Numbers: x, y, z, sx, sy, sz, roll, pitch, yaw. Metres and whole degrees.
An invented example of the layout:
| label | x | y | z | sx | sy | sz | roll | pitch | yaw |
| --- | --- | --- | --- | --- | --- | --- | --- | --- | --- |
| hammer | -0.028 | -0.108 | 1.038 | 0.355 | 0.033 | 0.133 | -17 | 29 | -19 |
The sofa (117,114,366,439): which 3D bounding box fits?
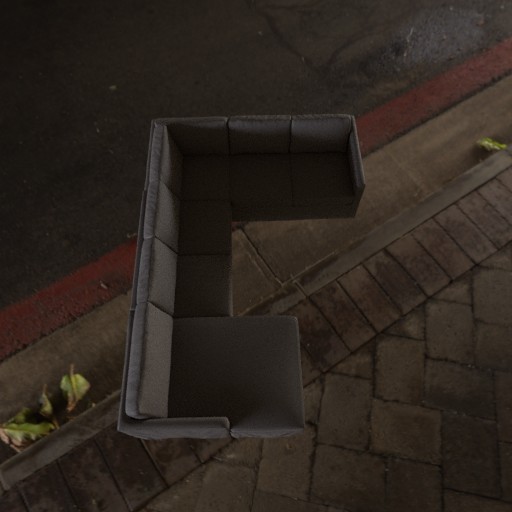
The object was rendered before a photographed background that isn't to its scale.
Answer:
| label | x | y | z | sx | sy | sz | roll | pitch | yaw |
| --- | --- | --- | --- | --- | --- | --- | --- | --- | --- |
| sofa | 0.000 | 0.000 | 4.718 | 2.476 | 0.878 | 3.528 | -1 | 63 | -1 |
